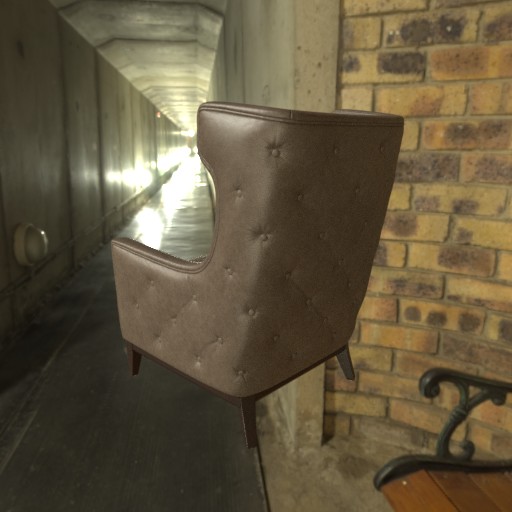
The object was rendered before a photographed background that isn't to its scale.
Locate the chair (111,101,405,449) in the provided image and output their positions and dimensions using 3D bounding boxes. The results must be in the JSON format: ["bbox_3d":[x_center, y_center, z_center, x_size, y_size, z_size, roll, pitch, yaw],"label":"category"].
[{"bbox_3d":[0.000,0.000,1.697,0.769,1.079,0.899,-15,21,-43],"label":"chair"}]
